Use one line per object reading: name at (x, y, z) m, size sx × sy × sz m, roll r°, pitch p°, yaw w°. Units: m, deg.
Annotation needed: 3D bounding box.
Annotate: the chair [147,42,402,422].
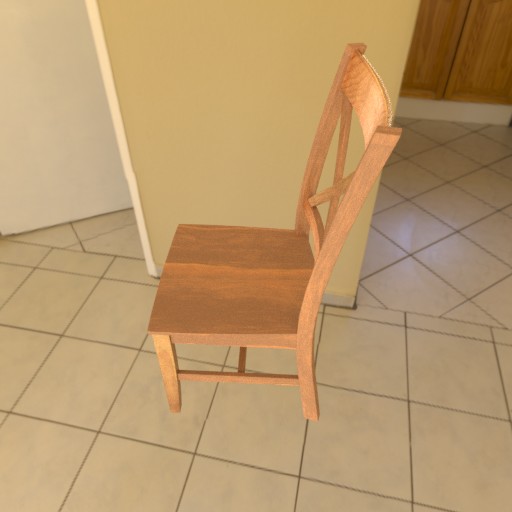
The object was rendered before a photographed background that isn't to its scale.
chair at (0.000, 0.000, 1.235) m, size 0.542 × 0.983 × 0.485 m, roll 2°, pitch 42°, yaw 2°
